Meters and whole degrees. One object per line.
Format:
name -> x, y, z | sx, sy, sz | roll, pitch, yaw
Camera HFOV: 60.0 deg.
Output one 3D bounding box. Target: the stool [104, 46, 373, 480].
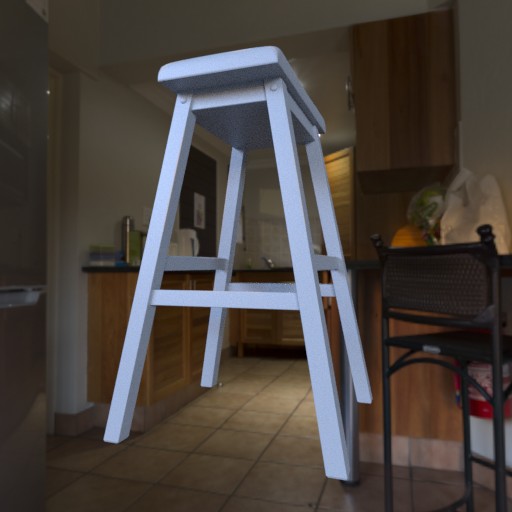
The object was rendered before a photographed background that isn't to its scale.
stool -> 0.000, 0.000, 1.017 | 0.476, 0.737, 0.457 | 0, -1, 20
